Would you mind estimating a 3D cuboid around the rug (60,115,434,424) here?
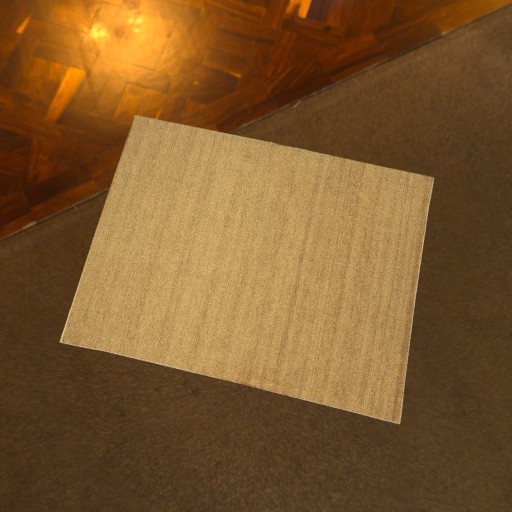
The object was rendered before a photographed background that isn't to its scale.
[{"bbox_3d":[0.000,0.000,4.319,3.202,0.045,2.434,13,77,3],"label":"rug"}]
